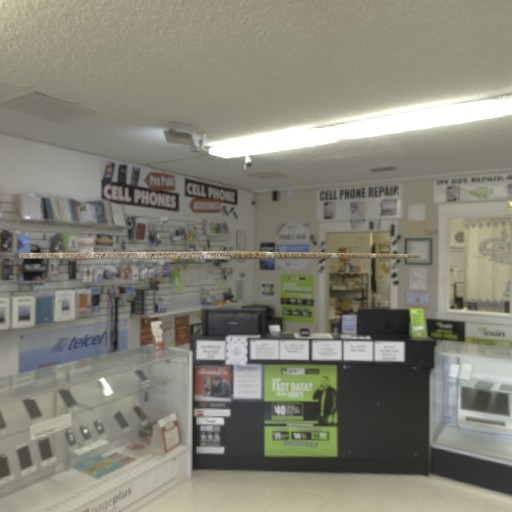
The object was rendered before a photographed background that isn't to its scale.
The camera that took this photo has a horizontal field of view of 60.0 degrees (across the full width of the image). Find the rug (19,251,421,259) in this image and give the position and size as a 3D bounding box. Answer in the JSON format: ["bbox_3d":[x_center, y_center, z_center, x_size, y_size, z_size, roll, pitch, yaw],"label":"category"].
[{"bbox_3d":[0.000,0.000,3.016,1.524,0.030,2.438,0,0,36],"label":"rug"}]
